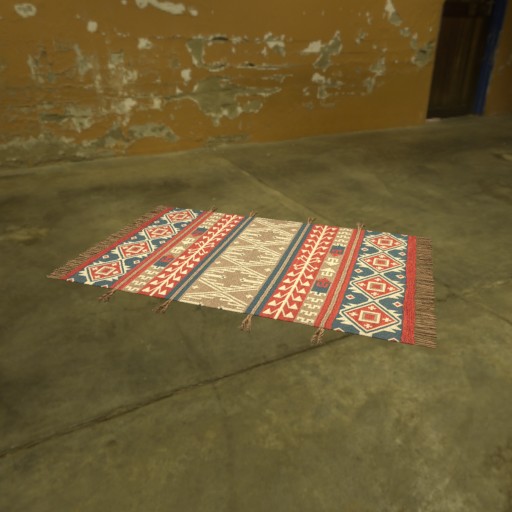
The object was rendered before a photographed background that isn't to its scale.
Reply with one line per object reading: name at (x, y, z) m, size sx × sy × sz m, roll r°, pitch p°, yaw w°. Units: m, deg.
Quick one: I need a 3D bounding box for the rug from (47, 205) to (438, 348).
rug at (0.000, 0.000, 3.215) m, size 2.450 × 0.048 × 1.778 m, roll 8°, pitch 27°, yaw 17°
